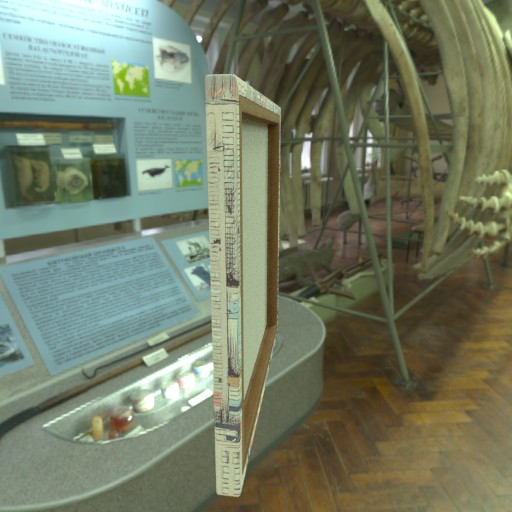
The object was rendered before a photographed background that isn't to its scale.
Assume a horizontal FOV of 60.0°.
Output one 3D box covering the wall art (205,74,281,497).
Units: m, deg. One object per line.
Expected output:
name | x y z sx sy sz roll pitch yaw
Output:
wall art | 0.000 0.000 1.121 0.048 0.762 0.761 2 15 8
